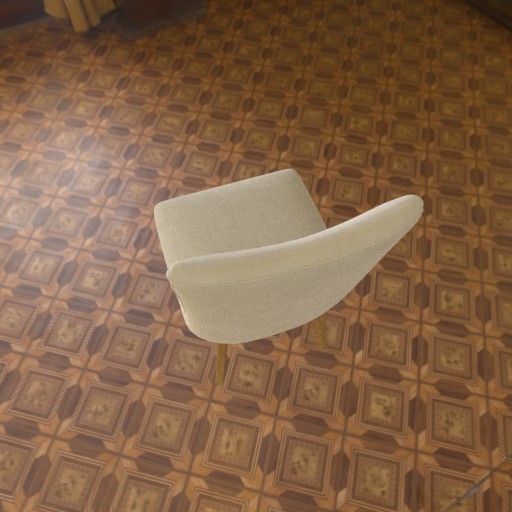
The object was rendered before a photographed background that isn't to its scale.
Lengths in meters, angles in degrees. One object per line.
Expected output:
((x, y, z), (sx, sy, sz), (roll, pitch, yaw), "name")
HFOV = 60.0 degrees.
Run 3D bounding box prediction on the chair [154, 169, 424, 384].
((0.000, 0.000, 1.251), (0.495, 0.902, 0.610), (-16, 60, -10), "chair")
